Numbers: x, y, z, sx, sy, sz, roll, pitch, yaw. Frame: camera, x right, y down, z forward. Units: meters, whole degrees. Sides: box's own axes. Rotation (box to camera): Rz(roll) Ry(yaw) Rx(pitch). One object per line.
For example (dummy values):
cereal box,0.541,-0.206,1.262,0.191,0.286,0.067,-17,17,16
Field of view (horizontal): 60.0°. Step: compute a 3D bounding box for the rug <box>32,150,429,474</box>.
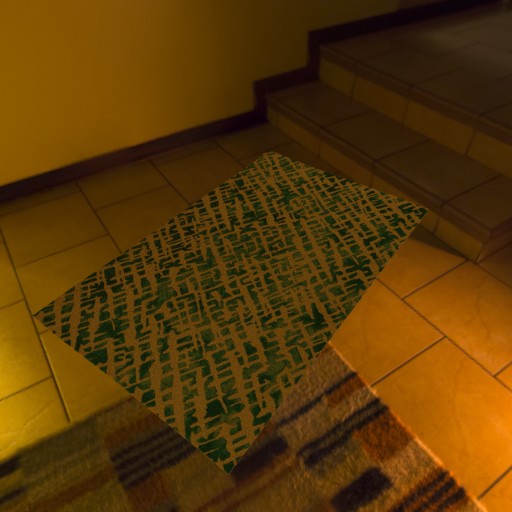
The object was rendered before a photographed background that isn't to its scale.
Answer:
rug,0.000,0.000,3.037,1.520,0.011,2.447,27,49,26
